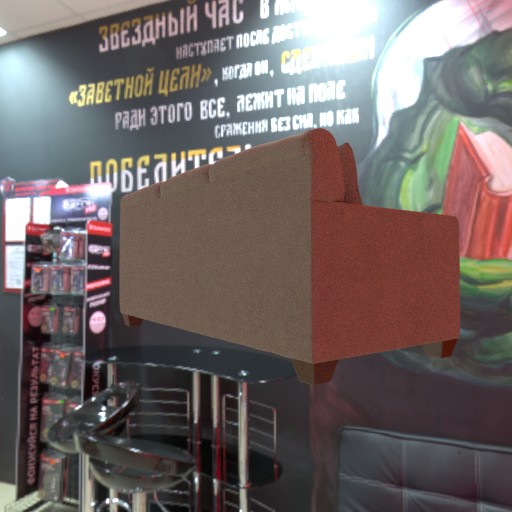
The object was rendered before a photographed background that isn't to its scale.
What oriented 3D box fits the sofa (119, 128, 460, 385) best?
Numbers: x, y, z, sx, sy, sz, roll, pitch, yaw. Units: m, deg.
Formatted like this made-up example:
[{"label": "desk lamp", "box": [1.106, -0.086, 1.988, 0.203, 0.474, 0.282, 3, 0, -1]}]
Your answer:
[{"label": "sofa", "box": [0.000, 0.000, 2.624, 0.997, 0.958, 2.024, 1, -1, -36]}]
